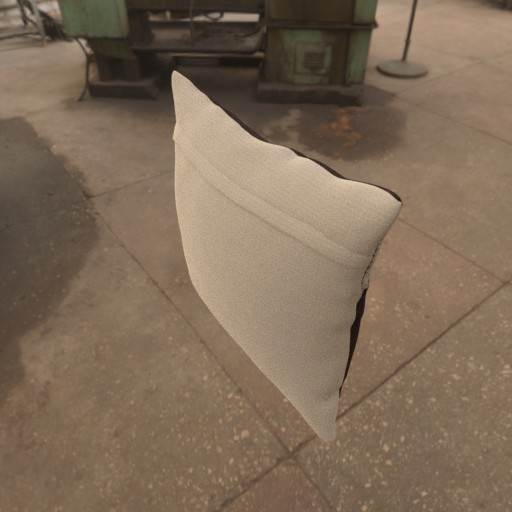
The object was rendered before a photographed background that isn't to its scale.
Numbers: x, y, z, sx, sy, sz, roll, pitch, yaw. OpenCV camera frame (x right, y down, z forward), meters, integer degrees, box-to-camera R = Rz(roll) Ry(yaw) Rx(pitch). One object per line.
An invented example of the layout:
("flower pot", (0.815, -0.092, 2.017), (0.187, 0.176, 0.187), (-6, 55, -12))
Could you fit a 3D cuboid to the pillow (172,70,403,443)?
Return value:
("pillow", (0.000, 0.000, 0.721), (0.178, 0.473, 0.475), (-25, 47, -25))
